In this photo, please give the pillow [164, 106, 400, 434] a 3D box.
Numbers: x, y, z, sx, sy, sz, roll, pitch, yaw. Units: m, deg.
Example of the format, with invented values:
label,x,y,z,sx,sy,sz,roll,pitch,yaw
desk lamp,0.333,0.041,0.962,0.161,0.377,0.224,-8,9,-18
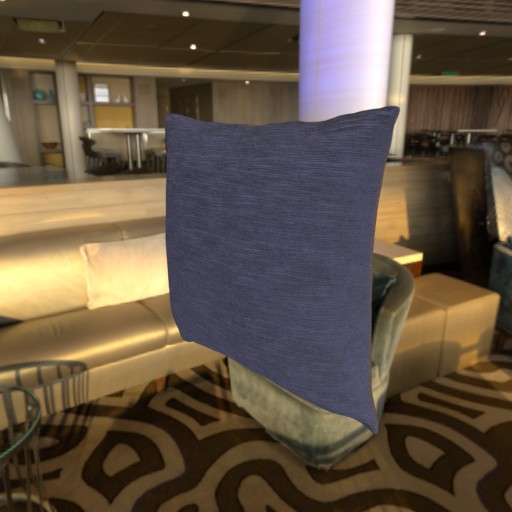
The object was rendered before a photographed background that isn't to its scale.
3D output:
label,x,y,z,sx,sy,sz,roll,pitch,yaw
pillow,0.000,0.000,0.698,0.452,0.439,0.204,15,21,42
